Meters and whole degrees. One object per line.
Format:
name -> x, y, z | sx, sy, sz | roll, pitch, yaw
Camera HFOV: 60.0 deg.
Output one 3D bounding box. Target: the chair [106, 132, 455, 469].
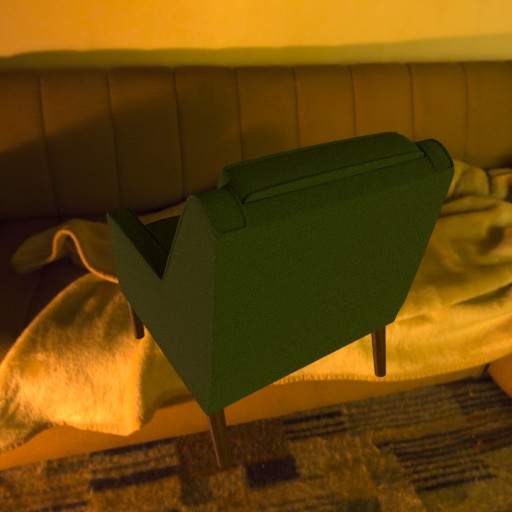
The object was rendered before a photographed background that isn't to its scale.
chair -> 0.000, 0.000, 1.311 | 0.663, 0.792, 0.743 | -18, 35, -29
